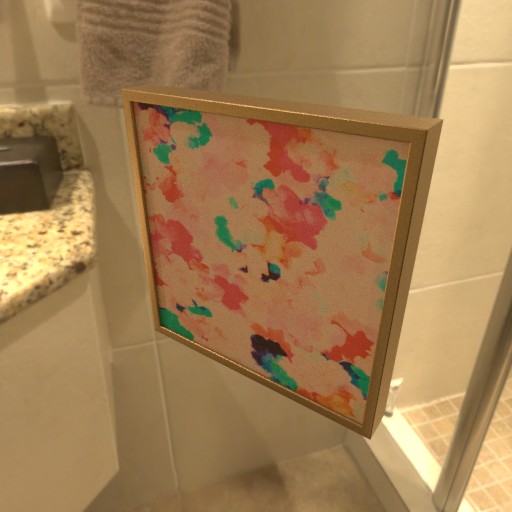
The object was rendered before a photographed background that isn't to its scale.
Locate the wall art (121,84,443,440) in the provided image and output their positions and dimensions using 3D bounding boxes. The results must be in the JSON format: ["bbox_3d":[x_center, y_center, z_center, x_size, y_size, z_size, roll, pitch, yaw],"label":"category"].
[{"bbox_3d":[0.000,0.000,0.456,0.304,0.305,0.038,19,34,30],"label":"wall art"}]
